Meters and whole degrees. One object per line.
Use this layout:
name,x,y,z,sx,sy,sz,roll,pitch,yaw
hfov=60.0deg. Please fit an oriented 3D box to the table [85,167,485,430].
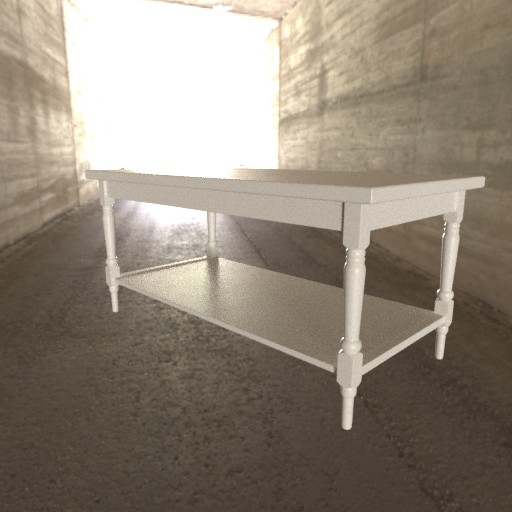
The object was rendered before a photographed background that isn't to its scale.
table,0.000,0.000,1.380,1.107,0.510,0.550,13,18,44
